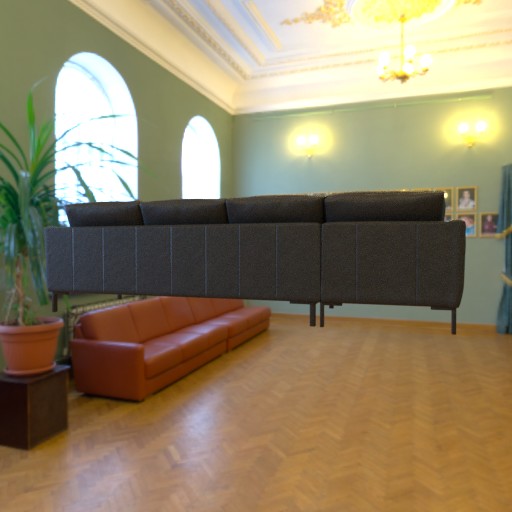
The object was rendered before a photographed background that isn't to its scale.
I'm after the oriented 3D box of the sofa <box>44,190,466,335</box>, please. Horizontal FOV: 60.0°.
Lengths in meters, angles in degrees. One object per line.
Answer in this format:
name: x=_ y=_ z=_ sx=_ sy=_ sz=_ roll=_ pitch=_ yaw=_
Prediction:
sofa: x=0.000 y=0.000 z=3.665 sx=2.993 sy=0.859 sz=1.471 roll=0 pitch=1 yaw=18
